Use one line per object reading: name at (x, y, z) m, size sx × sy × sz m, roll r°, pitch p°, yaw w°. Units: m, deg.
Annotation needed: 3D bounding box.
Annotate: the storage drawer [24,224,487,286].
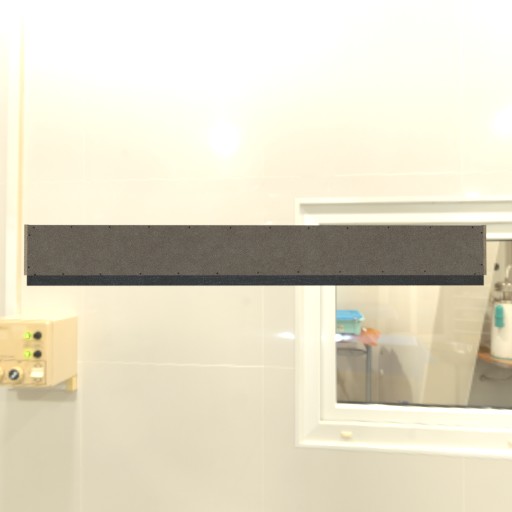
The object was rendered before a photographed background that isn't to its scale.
storage drawer at (0.000, 0.000, 2.281) m, size 2.072 × 0.274 × 0.591 m, roll 0°, pitch -1°, yaw -1°
